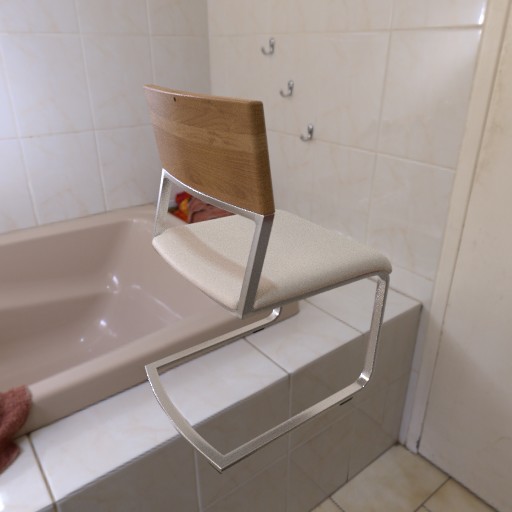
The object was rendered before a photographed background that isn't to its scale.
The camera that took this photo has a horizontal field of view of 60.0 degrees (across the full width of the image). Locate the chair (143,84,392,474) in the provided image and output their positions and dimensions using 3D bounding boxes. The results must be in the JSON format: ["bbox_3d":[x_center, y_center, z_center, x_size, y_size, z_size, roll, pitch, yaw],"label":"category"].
[{"bbox_3d":[0.000,0.000,1.183,0.585,0.844,0.467,-17,30,-31],"label":"chair"}]
